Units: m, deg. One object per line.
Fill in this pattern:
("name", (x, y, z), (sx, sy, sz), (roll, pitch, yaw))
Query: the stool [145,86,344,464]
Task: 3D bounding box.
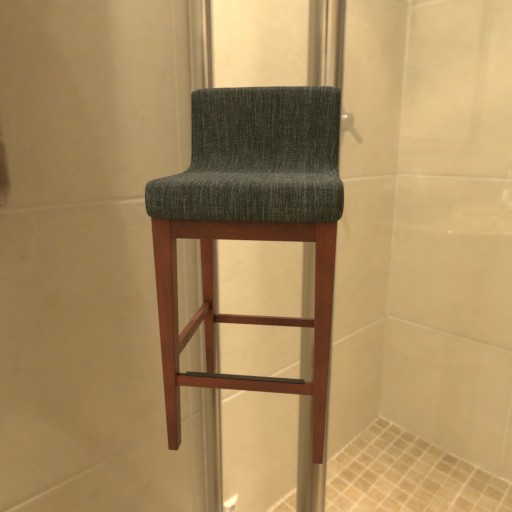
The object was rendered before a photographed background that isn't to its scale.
("stool", (0.000, 0.000, 1.097), (0.395, 0.835, 0.459), (2, 14, 8))
